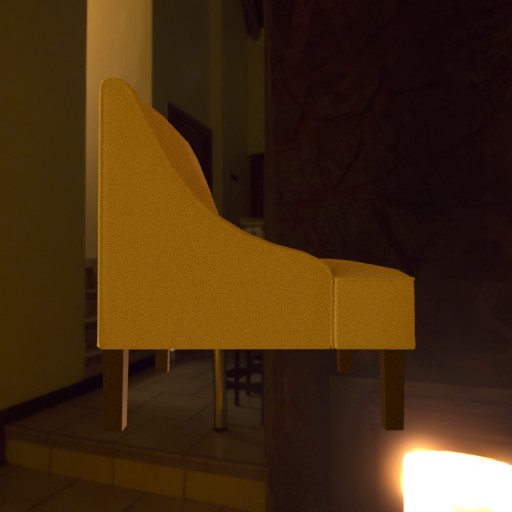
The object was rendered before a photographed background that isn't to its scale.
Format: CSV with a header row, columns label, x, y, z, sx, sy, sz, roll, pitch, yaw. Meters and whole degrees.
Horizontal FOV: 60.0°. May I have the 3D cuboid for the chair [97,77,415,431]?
label,x,y,z,sx,sy,sz,roll,pitch,yaw
chair,0.000,0.000,1.433,0.806,0.886,0.689,0,-1,0
